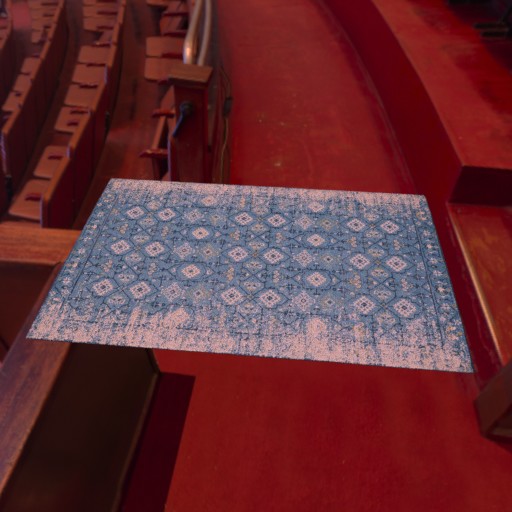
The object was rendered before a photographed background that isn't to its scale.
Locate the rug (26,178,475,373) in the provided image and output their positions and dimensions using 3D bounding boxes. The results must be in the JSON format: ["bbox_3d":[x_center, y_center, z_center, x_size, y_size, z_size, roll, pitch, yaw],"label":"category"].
[{"bbox_3d":[0.000,0.000,2.128,1.795,0.008,1.102,4,46,4],"label":"rug"}]
